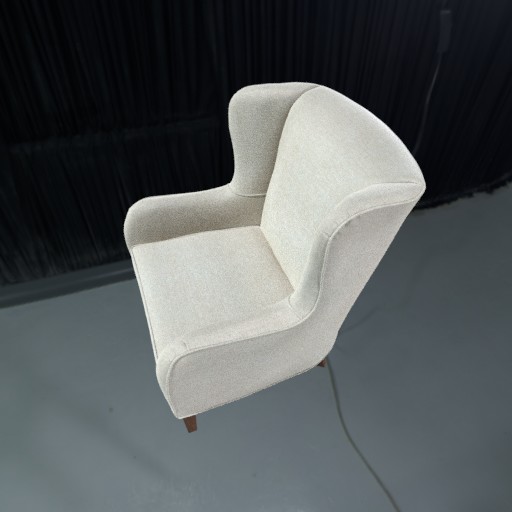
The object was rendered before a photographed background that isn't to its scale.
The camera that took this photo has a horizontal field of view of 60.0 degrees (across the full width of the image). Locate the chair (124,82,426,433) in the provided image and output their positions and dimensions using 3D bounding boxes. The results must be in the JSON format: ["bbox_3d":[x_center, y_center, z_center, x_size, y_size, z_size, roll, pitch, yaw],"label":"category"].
[{"bbox_3d":[0.000,0.000,1.783,0.966,1.040,0.838,-15,48,-14],"label":"chair"}]
